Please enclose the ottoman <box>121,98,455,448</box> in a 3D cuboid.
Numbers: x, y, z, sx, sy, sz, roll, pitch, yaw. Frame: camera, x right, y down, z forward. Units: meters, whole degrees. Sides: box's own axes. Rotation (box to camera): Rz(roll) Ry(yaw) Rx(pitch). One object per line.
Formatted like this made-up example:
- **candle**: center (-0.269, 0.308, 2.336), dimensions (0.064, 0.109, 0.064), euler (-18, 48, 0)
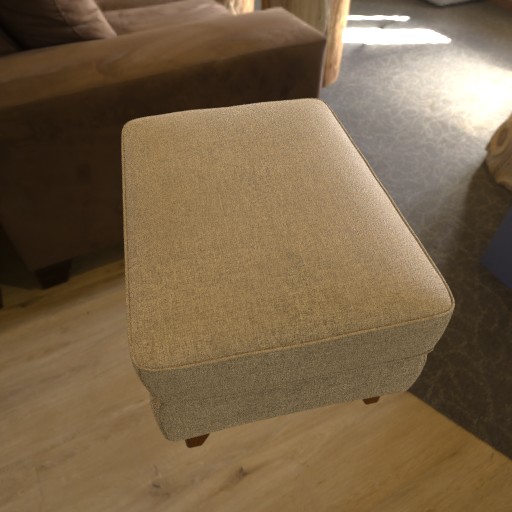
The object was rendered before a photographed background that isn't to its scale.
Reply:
- **ottoman**: center (0.000, 0.000, 1.264), dimensions (0.661, 0.561, 0.889), euler (-9, 48, -8)
